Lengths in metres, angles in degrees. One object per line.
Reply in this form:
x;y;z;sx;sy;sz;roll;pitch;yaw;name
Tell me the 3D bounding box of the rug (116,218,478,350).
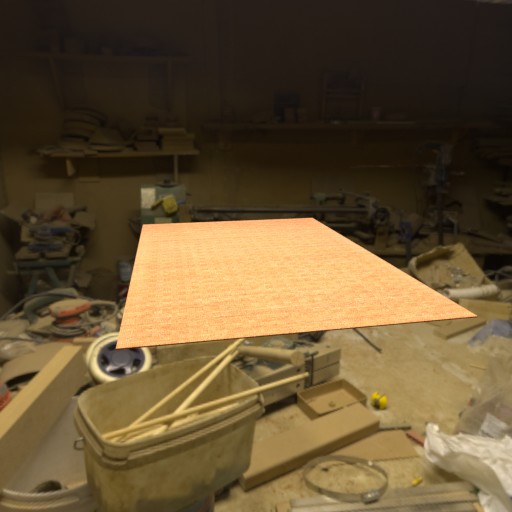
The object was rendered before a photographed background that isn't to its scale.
0.000;0.000;2.876;1.524;0.006;2.285;-3;16;-11;rug
